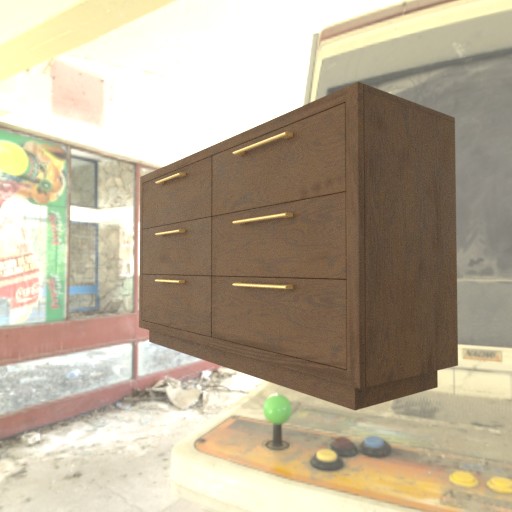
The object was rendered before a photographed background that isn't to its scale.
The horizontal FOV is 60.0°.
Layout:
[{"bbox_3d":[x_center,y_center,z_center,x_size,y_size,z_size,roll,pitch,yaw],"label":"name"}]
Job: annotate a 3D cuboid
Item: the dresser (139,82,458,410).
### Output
[{"bbox_3d":[0.000,0.000,1.912,0.512,0.889,1.523,1,-2,-36],"label":"dresser"}]
